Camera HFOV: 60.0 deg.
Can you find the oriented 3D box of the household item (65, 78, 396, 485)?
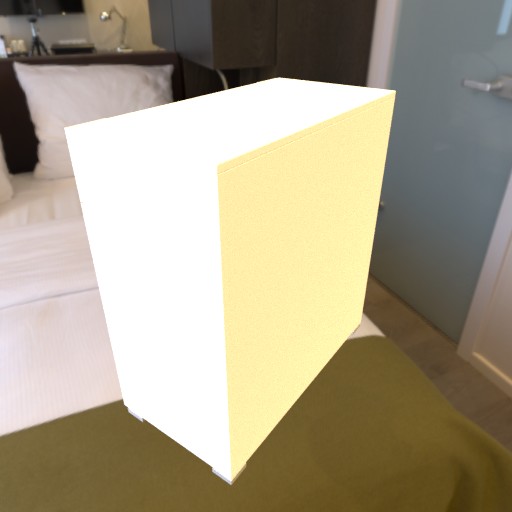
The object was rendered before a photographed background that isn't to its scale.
[{"bbox_3d":[0.000,0.000,1.327,0.420,0.870,0.800,20,36,30],"label":"household item"}]
